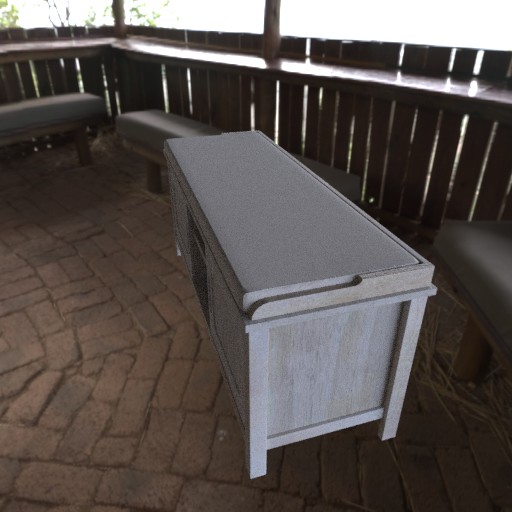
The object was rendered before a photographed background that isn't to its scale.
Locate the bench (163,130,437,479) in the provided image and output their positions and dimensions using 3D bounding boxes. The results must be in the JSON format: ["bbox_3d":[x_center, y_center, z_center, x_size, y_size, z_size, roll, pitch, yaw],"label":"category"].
[{"bbox_3d":[0.000,0.000,1.402,0.398,0.501,1.140,-9,31,-15],"label":"bench"}]
